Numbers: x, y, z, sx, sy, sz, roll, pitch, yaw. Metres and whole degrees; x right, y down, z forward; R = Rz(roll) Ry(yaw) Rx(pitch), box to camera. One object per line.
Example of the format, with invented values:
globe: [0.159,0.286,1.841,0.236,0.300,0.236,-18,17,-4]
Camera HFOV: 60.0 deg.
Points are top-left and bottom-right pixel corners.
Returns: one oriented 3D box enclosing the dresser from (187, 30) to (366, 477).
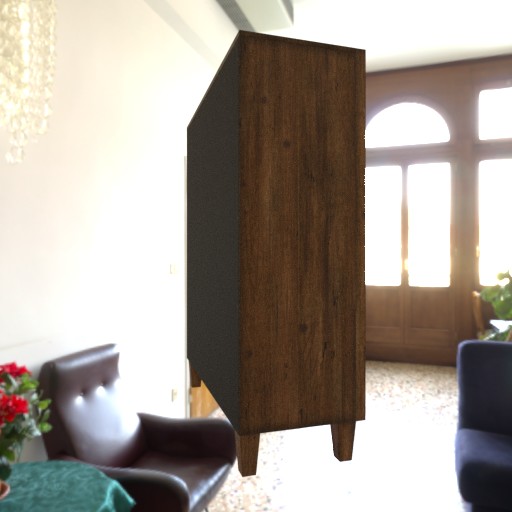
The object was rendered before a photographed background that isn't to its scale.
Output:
dresser: [0.000,0.000,1.904,0.438,1.359,1.067,0,0,-17]
